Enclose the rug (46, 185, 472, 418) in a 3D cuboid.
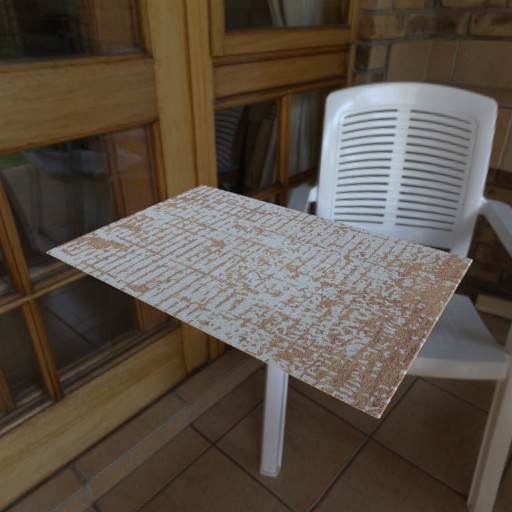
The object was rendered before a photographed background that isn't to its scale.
[{"bbox_3d":[0.000,0.000,2.280,1.829,0.011,1.219,20,35,31],"label":"rug"}]
